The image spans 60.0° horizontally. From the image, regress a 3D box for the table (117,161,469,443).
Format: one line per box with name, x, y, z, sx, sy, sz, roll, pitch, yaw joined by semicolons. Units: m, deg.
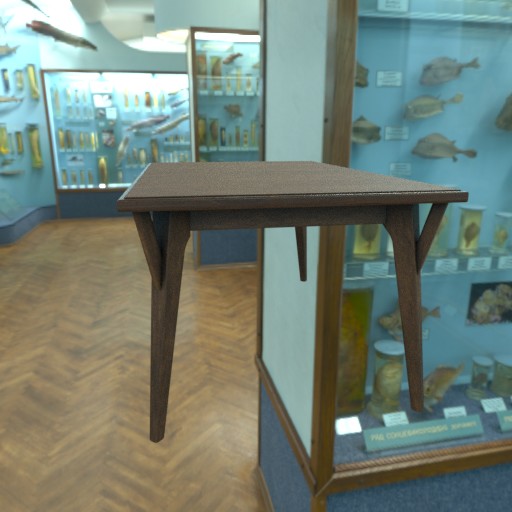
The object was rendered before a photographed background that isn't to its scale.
table;0.000;0.000;2.030;0.990;0.761;1.524;-3;16;-10
